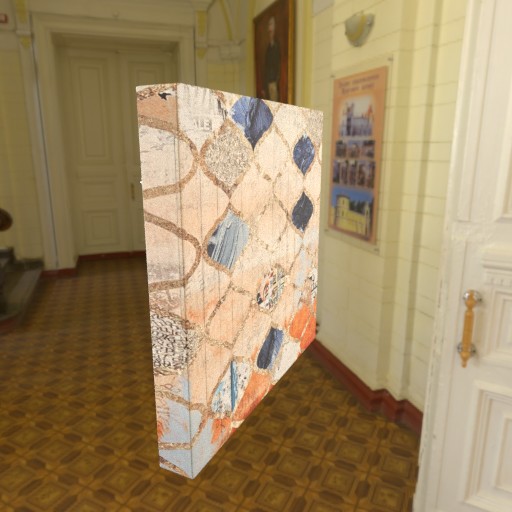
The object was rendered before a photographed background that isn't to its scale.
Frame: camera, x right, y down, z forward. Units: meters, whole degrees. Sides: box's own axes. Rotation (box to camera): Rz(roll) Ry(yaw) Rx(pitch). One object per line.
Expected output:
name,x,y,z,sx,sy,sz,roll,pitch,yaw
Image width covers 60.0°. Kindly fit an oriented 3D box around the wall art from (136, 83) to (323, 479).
wall art,0.000,0.000,0.461,0.036,0.304,0.303,7,16,26
